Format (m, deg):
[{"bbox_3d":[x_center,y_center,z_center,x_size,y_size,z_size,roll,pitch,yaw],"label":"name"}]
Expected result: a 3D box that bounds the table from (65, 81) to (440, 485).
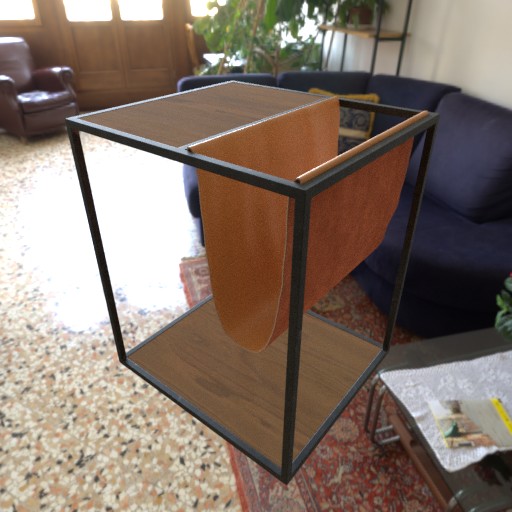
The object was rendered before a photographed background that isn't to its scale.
[{"bbox_3d":[0.000,0.000,0.847,0.450,0.536,0.399,23,39,32],"label":"table"}]
